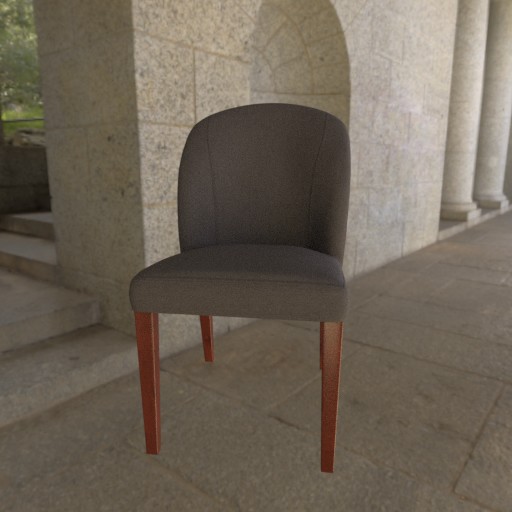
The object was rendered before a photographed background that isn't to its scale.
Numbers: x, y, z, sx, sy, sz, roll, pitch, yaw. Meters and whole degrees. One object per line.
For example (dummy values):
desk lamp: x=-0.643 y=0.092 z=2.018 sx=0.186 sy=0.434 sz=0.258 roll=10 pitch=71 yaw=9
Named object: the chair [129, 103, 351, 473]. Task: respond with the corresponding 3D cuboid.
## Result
chair: x=0.000 y=0.000 z=1.223 sx=0.506 sy=0.879 sz=0.619 roll=2 pitch=12 yaw=9
